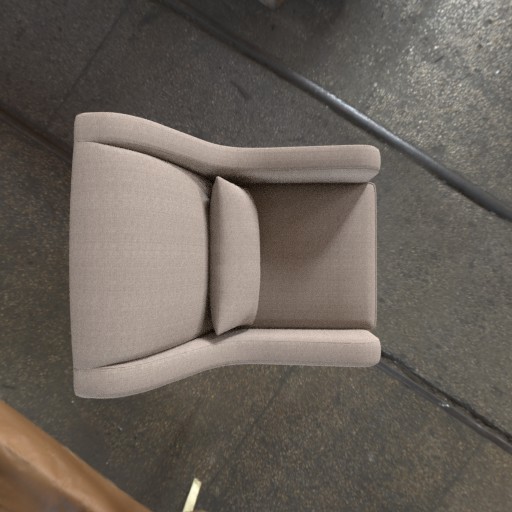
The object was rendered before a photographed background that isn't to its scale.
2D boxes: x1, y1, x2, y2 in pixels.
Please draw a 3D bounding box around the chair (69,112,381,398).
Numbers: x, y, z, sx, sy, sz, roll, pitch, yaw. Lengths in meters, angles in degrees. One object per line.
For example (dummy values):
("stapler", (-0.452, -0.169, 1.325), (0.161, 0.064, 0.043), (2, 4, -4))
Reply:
("chair", (0.000, 0.000, 1.556), (0.890, 1.017, 0.715), (0, 90, 1))
